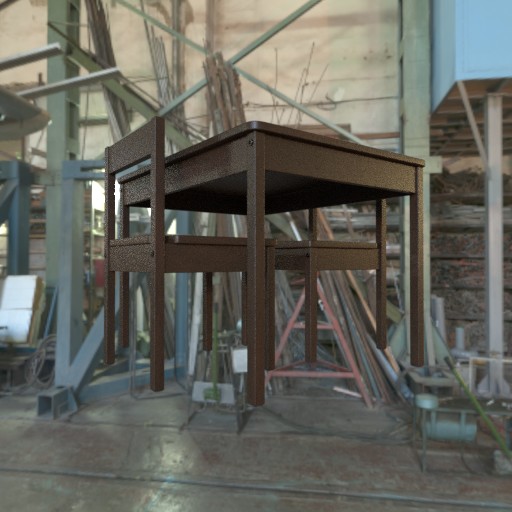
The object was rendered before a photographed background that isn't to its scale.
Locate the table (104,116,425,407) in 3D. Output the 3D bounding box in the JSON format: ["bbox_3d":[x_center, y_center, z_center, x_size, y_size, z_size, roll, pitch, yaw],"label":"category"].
[{"bbox_3d":[0.000,0.000,1.117,0.672,0.503,0.650,1,-1,-37],"label":"table"}]
